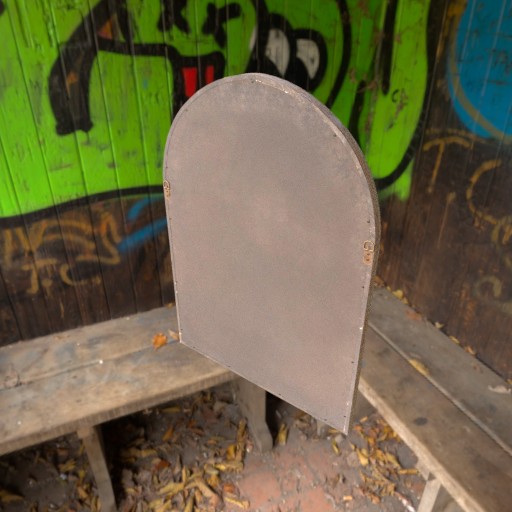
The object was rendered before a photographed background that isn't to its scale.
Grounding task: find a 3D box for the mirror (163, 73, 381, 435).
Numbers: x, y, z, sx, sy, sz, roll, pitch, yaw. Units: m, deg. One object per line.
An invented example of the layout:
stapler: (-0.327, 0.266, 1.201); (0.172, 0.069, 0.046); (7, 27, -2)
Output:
mirror: (0.000, 0.000, 1.202); (0.660, 0.920, 0.032); (20, 35, 32)
